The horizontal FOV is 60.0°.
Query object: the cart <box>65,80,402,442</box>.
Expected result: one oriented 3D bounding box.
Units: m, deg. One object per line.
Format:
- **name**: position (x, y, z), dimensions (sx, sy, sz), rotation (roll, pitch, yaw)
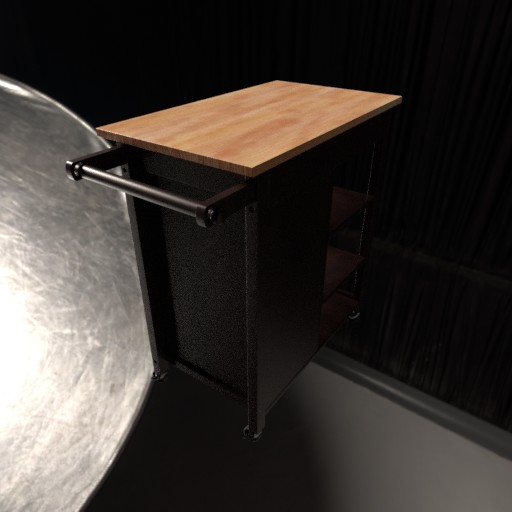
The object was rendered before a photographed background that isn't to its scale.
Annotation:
- **cart**: position (0.000, 0.000, 1.406), dimensions (0.472, 0.878, 0.914), rotation (20, 37, 30)
